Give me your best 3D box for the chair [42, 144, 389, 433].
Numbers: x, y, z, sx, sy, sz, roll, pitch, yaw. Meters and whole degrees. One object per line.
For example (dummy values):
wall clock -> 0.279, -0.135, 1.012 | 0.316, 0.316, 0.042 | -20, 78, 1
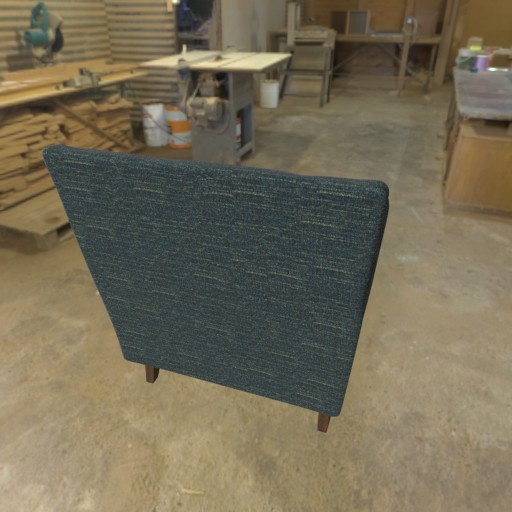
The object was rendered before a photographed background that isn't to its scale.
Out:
chair -> 0.000, 0.000, 1.577 | 0.864, 0.928, 0.873 | 10, 31, 17
